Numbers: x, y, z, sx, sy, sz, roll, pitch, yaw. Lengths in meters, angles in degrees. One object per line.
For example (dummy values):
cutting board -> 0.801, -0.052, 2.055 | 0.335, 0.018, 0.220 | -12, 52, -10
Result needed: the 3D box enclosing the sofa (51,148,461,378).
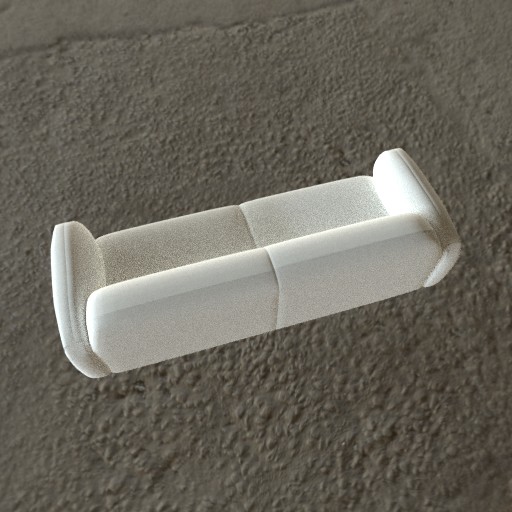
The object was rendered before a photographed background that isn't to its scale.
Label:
sofa -> 0.000, 0.000, 2.689 | 2.280, 0.780, 0.870 | -14, 60, -8
